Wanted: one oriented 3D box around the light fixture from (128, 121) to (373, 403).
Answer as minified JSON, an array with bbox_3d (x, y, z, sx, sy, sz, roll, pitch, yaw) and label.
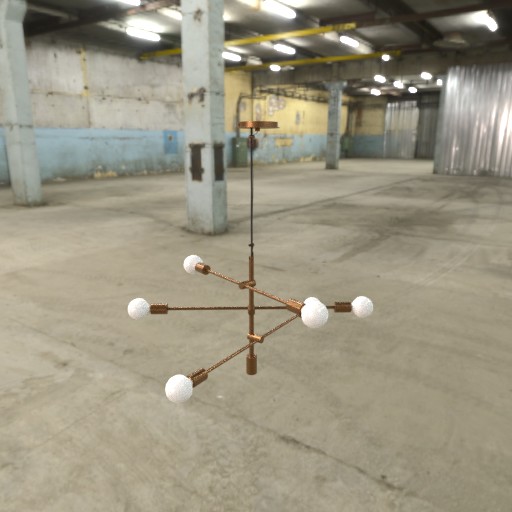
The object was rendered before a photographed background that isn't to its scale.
[{"bbox_3d":[0.000,0.000,1.285,0.682,0.744,0.637,-7,15,-26],"label":"light fixture"}]
